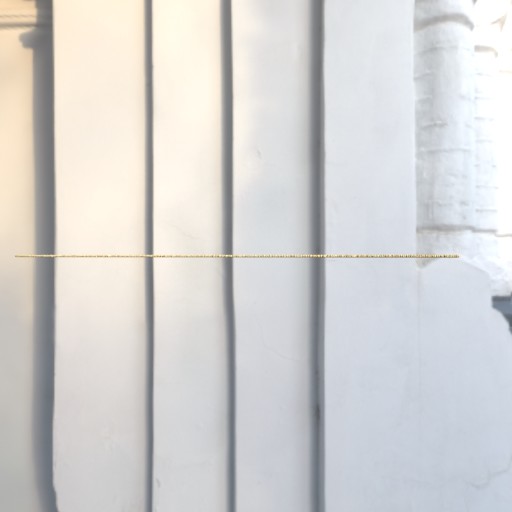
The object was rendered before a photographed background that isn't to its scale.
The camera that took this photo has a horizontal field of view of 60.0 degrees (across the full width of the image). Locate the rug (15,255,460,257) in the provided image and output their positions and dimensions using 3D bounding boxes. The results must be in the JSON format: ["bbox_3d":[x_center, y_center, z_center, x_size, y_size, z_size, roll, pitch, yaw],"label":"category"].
[{"bbox_3d":[0.000,0.000,4.133,3.198,0.016,2.425,0,0,18],"label":"rug"}]
